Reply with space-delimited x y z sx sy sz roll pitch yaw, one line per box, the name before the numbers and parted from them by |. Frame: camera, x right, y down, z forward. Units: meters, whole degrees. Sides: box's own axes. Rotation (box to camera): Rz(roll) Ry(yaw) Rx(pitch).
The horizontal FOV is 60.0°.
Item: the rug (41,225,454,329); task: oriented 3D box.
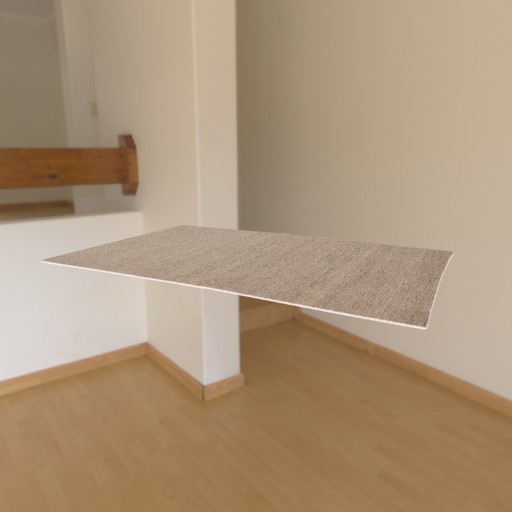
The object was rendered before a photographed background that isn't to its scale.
rug | 0.000 0.000 2.260 1.792 0.021 1.154 7 16 27
